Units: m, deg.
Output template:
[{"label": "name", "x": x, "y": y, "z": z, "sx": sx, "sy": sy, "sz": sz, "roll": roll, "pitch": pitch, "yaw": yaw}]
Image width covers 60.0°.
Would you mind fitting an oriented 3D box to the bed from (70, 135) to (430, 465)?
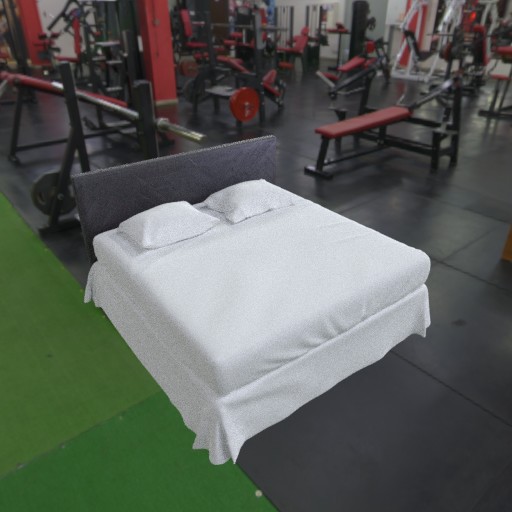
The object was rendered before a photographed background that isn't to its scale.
[{"label": "bed", "x": 0.000, "y": 0.000, "z": 3.519, "sx": 2.255, "sy": 1.158, "sz": 2.165, "roll": -21, "pitch": 36, "yaw": -31}]
